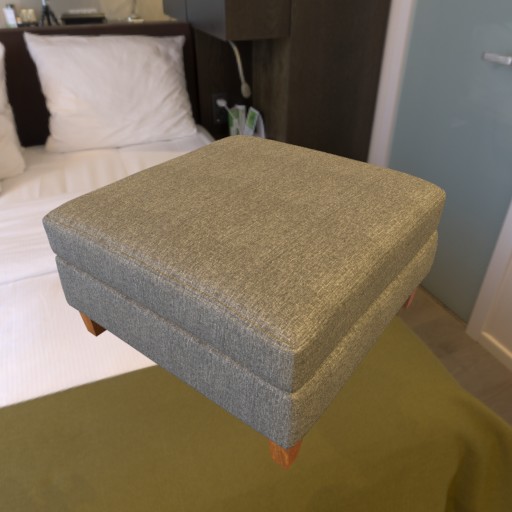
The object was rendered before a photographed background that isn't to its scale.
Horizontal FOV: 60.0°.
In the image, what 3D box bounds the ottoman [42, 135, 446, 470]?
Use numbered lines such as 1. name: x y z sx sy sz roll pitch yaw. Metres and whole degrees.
1. ottoman: 0.000 0.000 1.332 0.838 0.481 0.838 23 40 30
